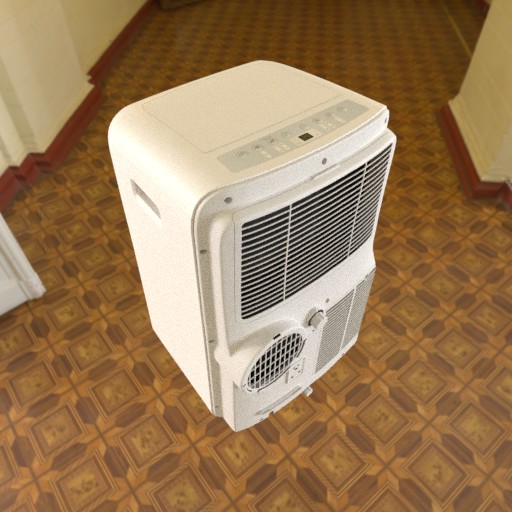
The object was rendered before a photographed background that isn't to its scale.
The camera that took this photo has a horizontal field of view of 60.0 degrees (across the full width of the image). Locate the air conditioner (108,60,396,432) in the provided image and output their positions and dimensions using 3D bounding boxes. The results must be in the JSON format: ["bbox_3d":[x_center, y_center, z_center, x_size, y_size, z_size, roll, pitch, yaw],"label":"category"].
[{"bbox_3d":[0.000,0.000,1.054,0.478,0.765,0.467,-31,54,-26],"label":"air conditioner"}]
